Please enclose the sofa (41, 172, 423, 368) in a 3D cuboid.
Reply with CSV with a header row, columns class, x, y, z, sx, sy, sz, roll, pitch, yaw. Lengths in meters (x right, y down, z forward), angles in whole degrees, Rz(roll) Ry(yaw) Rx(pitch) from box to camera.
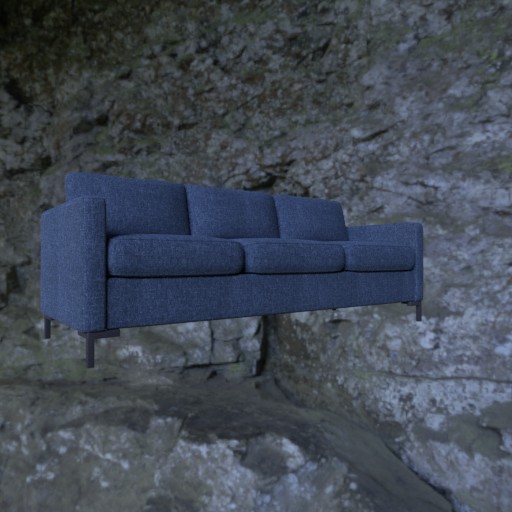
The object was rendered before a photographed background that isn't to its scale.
class,x,y,z,sx,sy,sz,roll,pitch,yaw
sofa,0.000,0.000,2.659,2.218,0.874,0.859,0,-1,-36
